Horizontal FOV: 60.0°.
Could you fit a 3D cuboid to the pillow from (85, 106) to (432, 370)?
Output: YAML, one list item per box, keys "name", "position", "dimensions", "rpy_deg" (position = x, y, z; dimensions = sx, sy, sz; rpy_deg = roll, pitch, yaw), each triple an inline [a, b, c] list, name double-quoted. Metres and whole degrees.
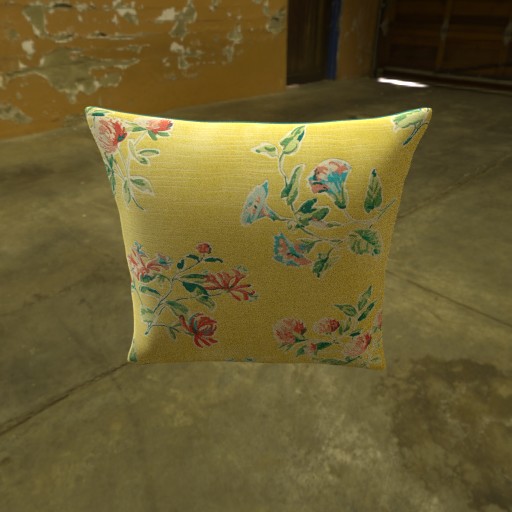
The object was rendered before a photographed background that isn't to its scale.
- name: "pillow"
  position: [0.000, 0.000, 0.785]
  dimensions: [0.525, 0.508, 0.166]
  rpy_deg: [1, 29, 2]
